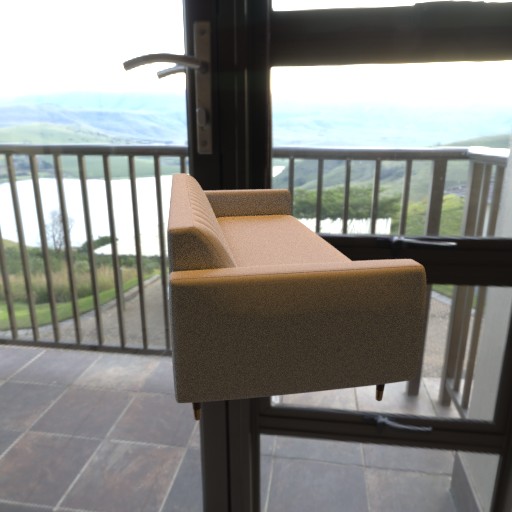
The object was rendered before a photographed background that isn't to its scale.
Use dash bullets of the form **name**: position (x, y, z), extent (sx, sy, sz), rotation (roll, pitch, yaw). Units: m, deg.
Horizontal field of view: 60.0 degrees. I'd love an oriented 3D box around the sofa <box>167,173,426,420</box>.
- **sofa**: position (0.000, 0.000, 2.696), extent (0.990, 0.821, 2.291), rotation (-3, 16, -9)
